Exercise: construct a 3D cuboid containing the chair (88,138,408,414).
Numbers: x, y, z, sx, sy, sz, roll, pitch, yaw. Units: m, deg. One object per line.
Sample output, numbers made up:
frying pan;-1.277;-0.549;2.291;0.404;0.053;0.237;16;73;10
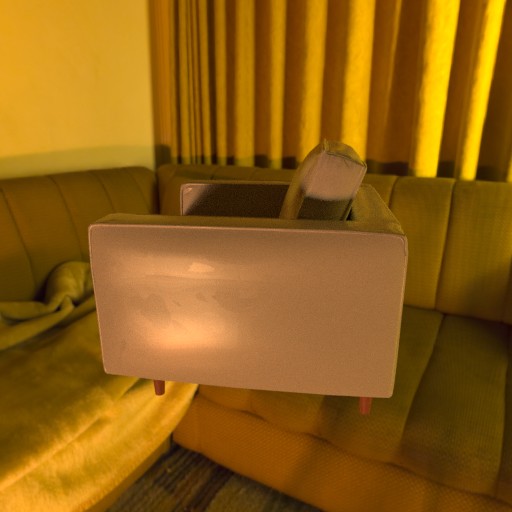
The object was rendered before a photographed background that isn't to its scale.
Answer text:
chair;0.000;0.000;1.529;0.843;0.773;0.928;2;17;8
